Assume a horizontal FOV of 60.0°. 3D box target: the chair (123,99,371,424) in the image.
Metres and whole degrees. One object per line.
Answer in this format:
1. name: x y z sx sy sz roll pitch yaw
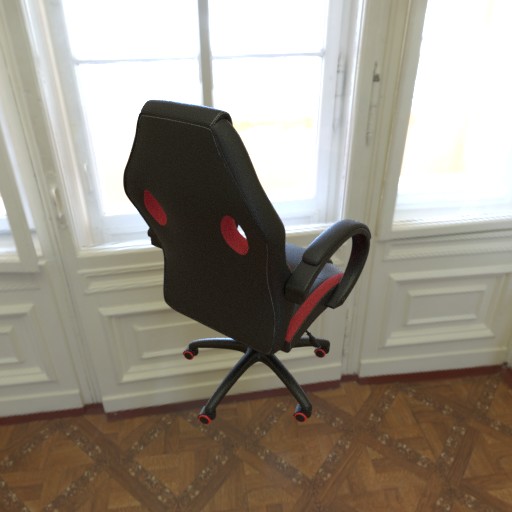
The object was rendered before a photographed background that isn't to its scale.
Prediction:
1. chair: 0.000 0.000 1.633 0.673 1.187 0.724 20 36 30
